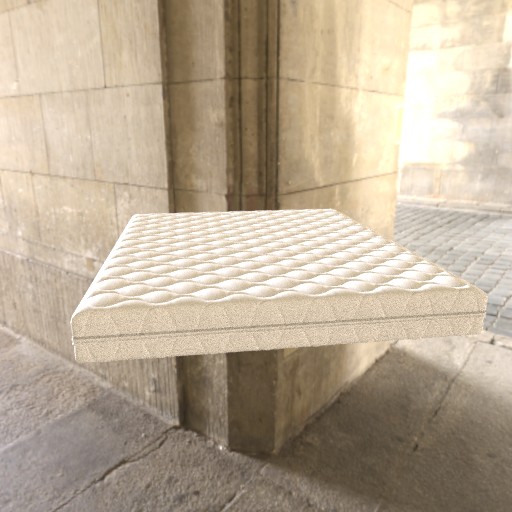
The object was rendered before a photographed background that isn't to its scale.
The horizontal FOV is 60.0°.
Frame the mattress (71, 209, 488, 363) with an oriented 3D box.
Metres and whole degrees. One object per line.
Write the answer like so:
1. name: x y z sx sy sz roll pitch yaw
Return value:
1. mattress: 0.000 0.000 2.565 1.600 0.200 1.900 -2 16 -8
